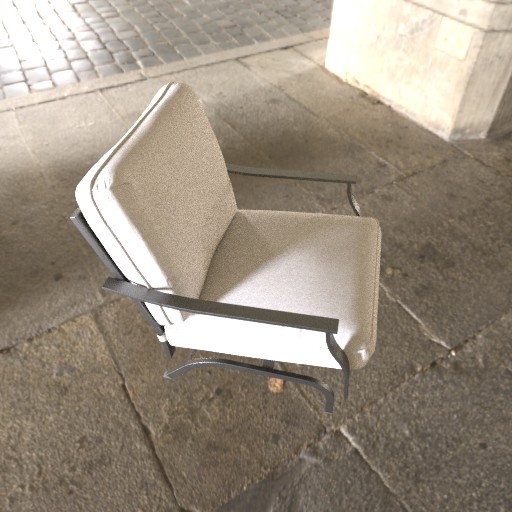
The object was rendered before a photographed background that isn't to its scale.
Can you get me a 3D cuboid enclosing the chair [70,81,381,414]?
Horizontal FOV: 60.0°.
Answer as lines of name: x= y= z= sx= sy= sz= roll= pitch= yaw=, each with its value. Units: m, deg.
chair: x=0.000 y=0.000 z=1.414 sx=0.787 sy=0.860 sz=0.650 roll=9 pitch=47 yaw=9
